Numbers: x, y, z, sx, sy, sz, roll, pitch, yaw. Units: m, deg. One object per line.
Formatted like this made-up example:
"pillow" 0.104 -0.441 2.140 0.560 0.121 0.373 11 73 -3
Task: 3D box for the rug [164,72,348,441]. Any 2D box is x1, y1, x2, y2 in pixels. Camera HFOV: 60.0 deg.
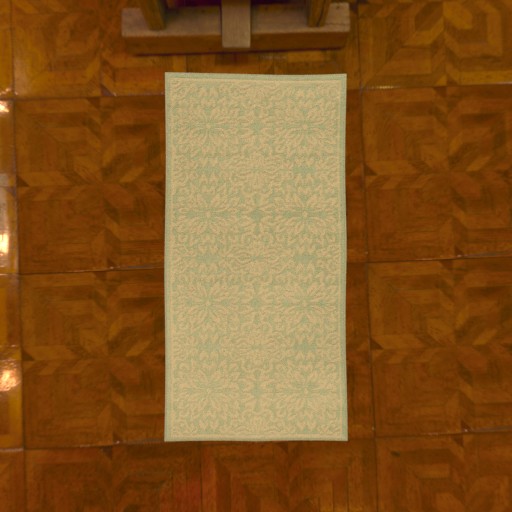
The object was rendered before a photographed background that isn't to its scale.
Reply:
"rug" 0.000 0.000 1.466 0.604 0.007 1.219 0 89 0
